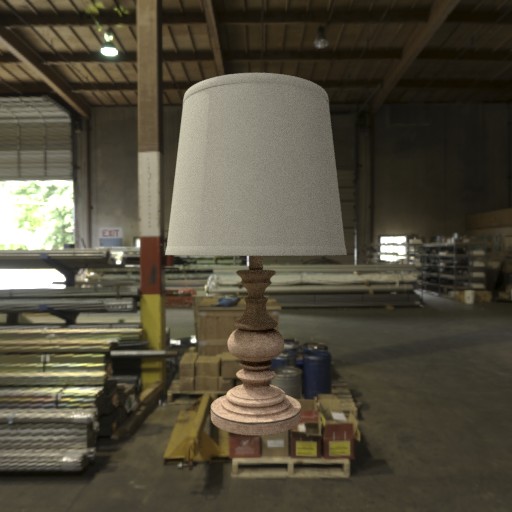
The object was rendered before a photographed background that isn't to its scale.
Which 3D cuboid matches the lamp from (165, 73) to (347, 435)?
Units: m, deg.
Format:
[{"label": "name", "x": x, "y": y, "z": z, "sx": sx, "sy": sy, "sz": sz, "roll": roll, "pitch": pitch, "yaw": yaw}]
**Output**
[{"label": "lamp", "x": 0.000, "y": 0.000, "z": 0.680, "sx": 0.273, "sy": 0.497, "sz": 0.273, "roll": 0, "pitch": 1, "yaw": 0}]
